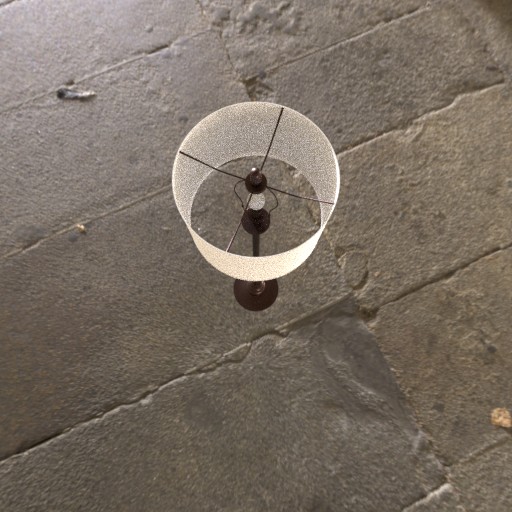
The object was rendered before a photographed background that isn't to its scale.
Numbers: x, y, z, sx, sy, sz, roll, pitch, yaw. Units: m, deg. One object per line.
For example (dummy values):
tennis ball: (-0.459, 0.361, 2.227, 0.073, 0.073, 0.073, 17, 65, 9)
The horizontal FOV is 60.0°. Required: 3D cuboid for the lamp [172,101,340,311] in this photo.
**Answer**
lamp: (0.000, 0.000, 1.637, 0.356, 1.487, 0.356, 19, 77, 5)
